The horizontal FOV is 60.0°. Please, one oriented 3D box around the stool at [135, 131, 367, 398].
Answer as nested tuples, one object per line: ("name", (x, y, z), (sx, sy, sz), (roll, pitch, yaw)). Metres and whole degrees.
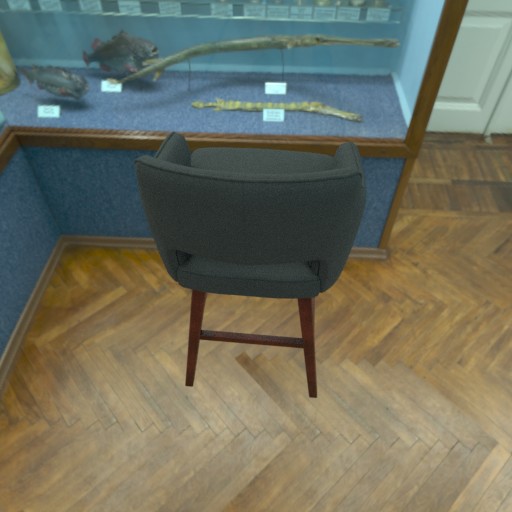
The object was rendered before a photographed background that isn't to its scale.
("stool", (0.000, 0.000, 1.339), (0.548, 1.012, 0.558), (4, 49, 4))
